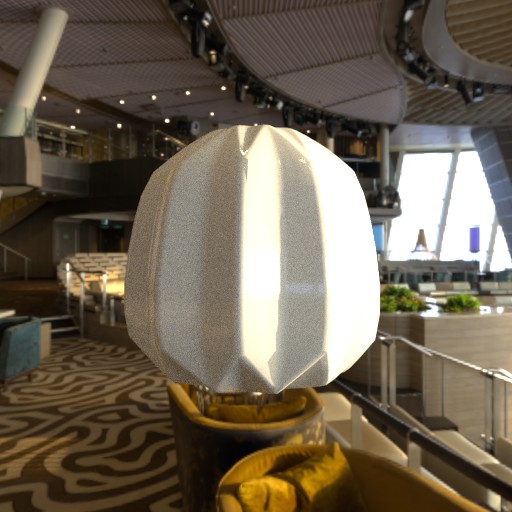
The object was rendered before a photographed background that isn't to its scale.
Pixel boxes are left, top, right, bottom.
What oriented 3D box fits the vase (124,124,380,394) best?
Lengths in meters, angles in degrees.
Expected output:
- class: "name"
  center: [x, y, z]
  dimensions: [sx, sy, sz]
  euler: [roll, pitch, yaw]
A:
- class: "vase"
  center: [0.000, 0.000, 0.250]
  dimensions: [0.139, 0.134, 0.139]
  euler: [0, 0, 0]
